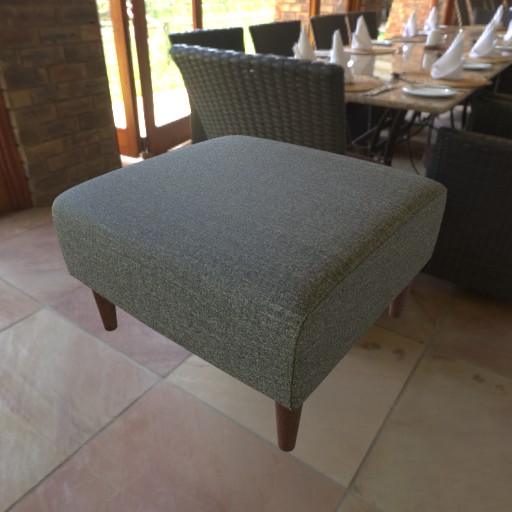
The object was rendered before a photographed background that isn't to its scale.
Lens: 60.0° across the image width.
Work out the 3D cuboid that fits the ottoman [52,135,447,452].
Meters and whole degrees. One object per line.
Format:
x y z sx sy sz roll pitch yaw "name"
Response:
0.000 0.000 1.062 0.655 0.399 0.648 22 38 32 "ottoman"
